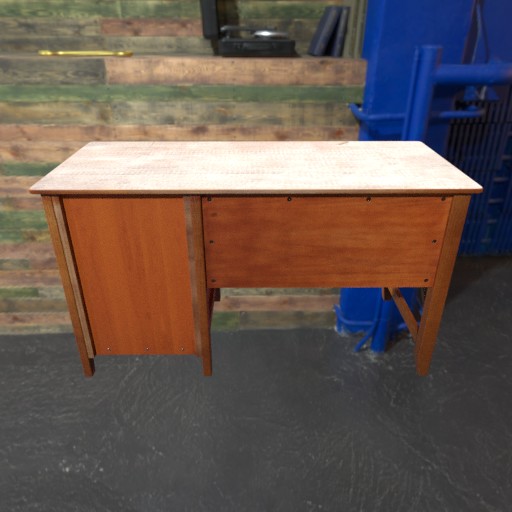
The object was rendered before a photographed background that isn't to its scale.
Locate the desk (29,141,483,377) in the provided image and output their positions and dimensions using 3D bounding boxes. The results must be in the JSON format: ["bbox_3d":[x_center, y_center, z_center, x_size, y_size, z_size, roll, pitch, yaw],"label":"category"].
[{"bbox_3d":[0.000,0.000,1.737,1.353,0.756,0.574,0,28,0],"label":"desk"}]
